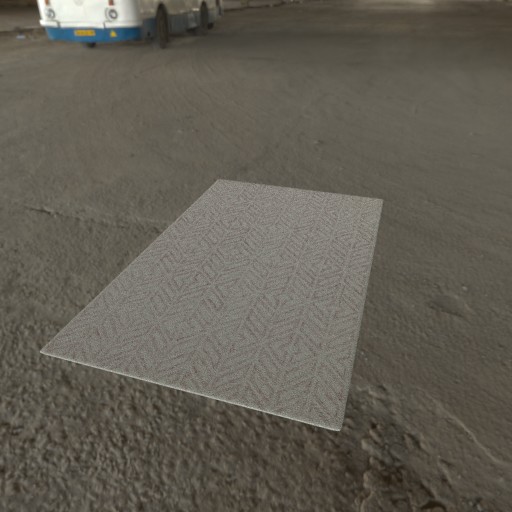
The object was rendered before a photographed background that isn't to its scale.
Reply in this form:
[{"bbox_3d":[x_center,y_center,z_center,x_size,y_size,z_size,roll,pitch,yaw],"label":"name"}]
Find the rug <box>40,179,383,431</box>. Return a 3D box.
[{"bbox_3d":[0.000,0.000,3.027,1.523,0.008,2.438,10,33,15],"label":"rug"}]
